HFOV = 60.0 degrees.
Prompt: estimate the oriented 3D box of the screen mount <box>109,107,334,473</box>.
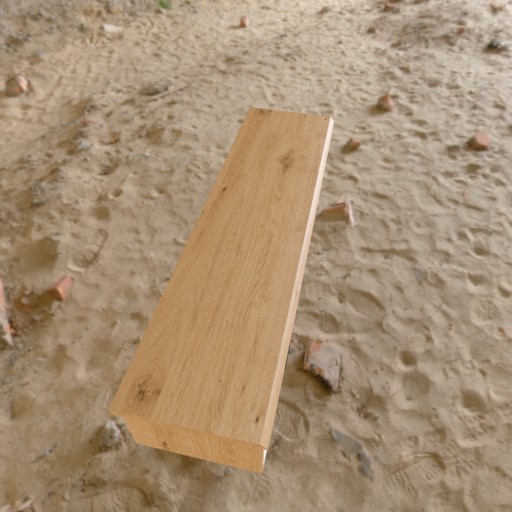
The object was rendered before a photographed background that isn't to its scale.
[{"bbox_3d":[0.000,0.000,1.911,0.450,0.430,1.700,9,48,9],"label":"screen mount"}]
